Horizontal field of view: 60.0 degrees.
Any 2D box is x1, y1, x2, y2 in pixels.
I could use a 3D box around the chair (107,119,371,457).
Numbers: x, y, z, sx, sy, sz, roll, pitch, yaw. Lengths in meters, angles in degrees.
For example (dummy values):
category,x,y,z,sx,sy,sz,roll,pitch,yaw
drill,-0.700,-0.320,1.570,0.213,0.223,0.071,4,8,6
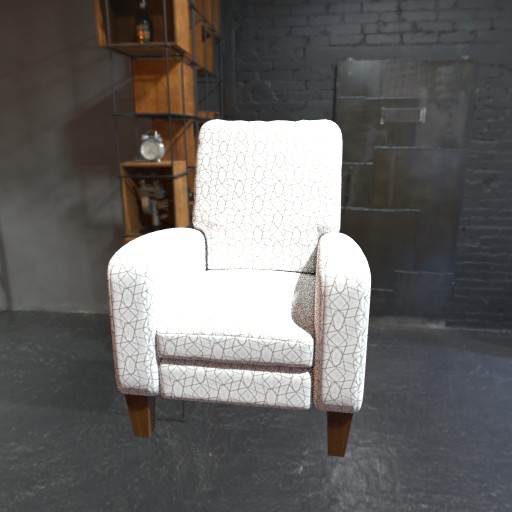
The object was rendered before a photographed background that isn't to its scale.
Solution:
category,x,y,z,sx,sy,sz,roll,pitch,yaw
chair,0.000,0.000,1.769,0.796,1.064,0.995,2,15,8
